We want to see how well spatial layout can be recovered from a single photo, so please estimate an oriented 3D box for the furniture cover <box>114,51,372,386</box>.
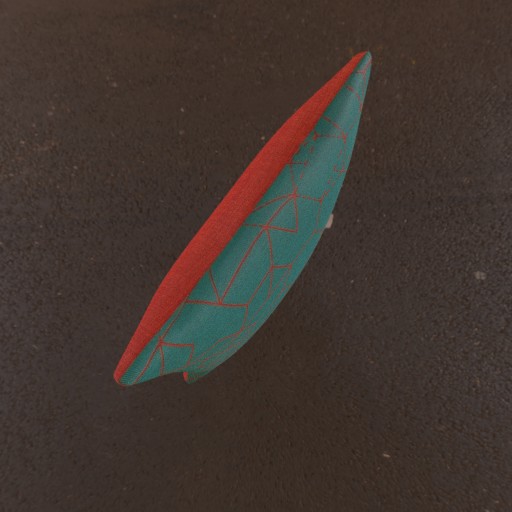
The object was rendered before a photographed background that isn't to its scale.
[{"bbox_3d":[0.000,0.000,0.768,0.158,0.508,0.517,34,77,9],"label":"furniture cover"}]
